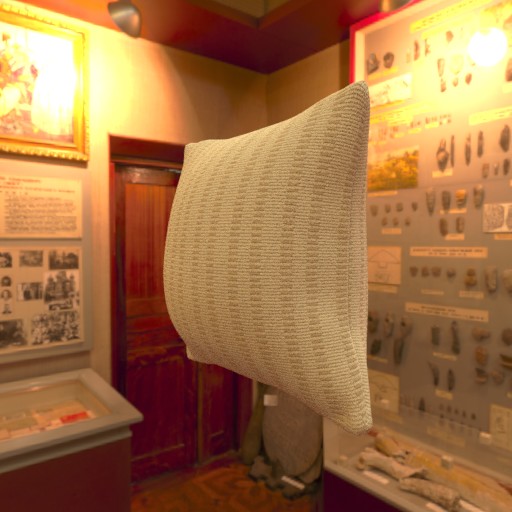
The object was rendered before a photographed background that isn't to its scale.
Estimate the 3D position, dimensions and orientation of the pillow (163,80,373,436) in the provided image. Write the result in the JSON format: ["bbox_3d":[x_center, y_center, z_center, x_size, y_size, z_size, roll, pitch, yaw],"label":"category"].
[{"bbox_3d":[0.000,0.000,0.688,0.247,0.419,0.438,-2,3,-37],"label":"pillow"}]
